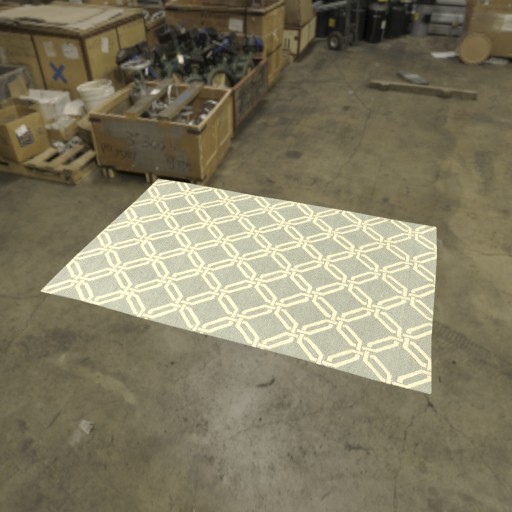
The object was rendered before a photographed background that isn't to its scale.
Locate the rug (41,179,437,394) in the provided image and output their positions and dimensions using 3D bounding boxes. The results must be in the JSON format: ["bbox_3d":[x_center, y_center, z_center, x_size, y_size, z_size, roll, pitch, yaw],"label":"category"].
[{"bbox_3d":[0.000,0.000,2.270,1.754,0.010,1.148,12,40,14],"label":"rug"}]
